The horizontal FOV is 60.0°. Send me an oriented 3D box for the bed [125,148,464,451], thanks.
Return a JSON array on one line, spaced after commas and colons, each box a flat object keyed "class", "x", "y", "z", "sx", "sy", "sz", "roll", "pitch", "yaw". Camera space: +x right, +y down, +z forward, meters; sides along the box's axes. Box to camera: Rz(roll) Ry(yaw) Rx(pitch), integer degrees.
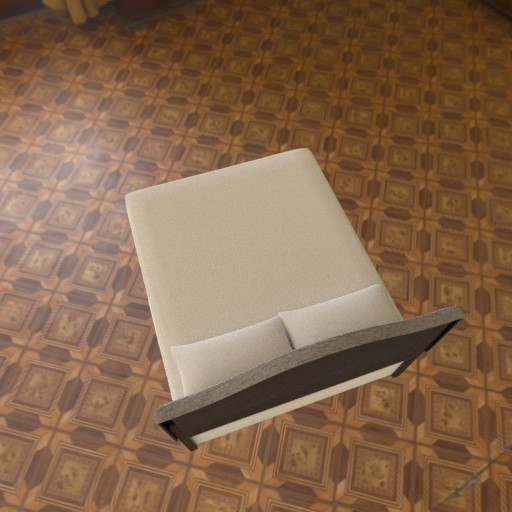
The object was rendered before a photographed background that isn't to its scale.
[{"class": "bed", "x": 0.000, "y": 0.000, "z": 2.934, "sx": 1.610, "sy": 1.295, "sz": 1.870, "roll": -16, "pitch": 61, "yaw": -9}]
